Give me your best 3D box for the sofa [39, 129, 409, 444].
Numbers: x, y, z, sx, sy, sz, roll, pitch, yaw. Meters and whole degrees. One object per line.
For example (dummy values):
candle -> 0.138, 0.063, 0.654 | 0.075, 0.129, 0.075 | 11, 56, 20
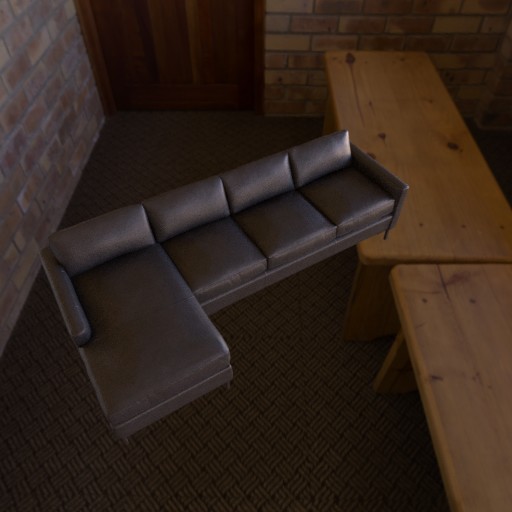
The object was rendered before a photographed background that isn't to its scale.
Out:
sofa -> 0.000, 0.000, 3.610 | 2.993, 0.859, 1.471 | -24, 52, -21
